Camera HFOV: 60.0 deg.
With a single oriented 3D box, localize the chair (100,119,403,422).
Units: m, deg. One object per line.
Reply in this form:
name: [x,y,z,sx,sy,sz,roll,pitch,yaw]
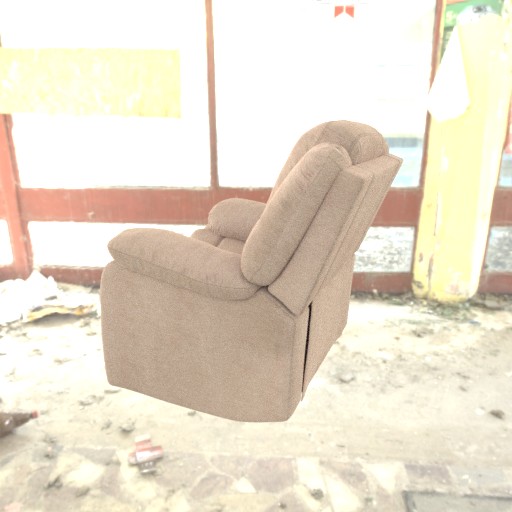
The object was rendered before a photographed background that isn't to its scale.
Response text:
chair: [0.000,0.000,1.719,0.944,1.008,0.899,7,18,23]
